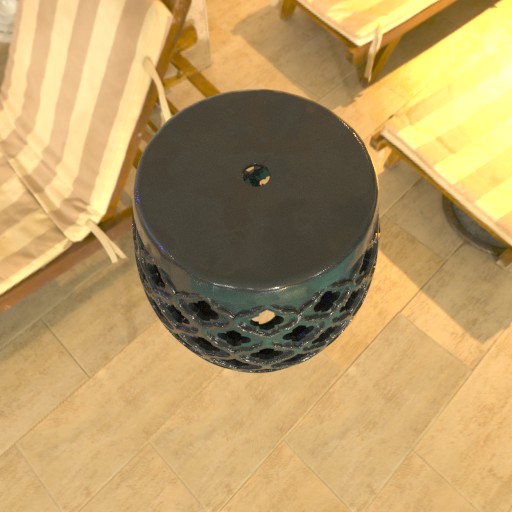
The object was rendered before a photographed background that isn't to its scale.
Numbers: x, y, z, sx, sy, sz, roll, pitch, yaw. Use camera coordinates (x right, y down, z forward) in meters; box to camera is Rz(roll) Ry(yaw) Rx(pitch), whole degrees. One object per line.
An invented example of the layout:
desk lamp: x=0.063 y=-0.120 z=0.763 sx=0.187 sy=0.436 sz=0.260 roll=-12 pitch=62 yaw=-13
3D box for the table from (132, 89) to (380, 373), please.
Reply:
table: x=0.000 y=0.000 z=0.643 sx=0.325 sy=0.388 sz=0.325 roll=0 pitch=64 yaw=0
